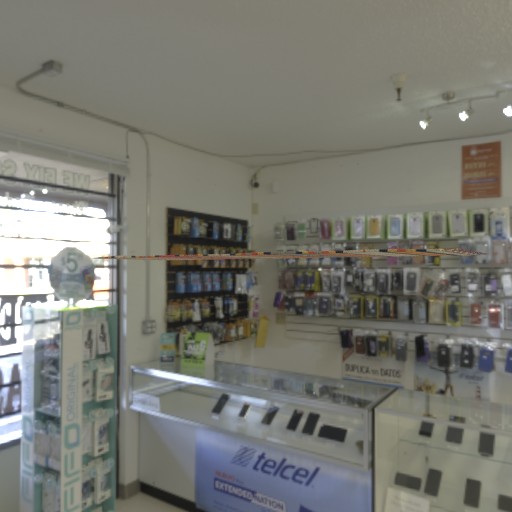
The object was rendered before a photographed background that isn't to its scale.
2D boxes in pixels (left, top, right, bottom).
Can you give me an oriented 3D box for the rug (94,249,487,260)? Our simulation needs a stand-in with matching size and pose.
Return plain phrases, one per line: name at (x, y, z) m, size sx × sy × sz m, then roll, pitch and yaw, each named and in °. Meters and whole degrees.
rug at (0.000, 0.000, 2.705) m, size 2.455 × 0.017 × 0.695 m, roll -1°, pitch -2°, yaw 36°
